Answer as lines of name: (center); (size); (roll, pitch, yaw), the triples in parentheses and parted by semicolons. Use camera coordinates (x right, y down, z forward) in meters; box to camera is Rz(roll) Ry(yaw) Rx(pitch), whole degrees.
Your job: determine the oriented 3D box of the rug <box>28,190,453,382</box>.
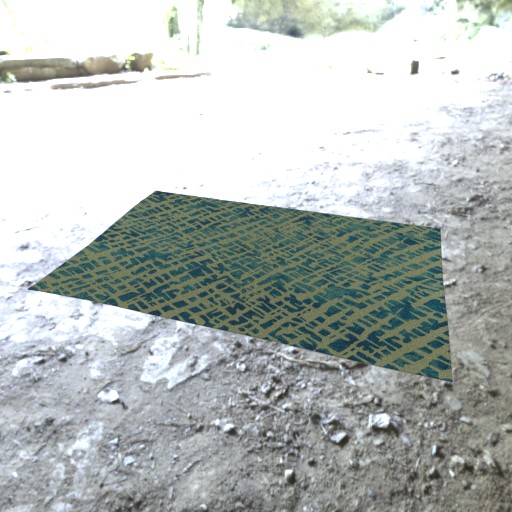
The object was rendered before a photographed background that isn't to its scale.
rug: (0.000, 0.000, 2.279); (1.830, 0.011, 1.209); (9, 32, 15)
